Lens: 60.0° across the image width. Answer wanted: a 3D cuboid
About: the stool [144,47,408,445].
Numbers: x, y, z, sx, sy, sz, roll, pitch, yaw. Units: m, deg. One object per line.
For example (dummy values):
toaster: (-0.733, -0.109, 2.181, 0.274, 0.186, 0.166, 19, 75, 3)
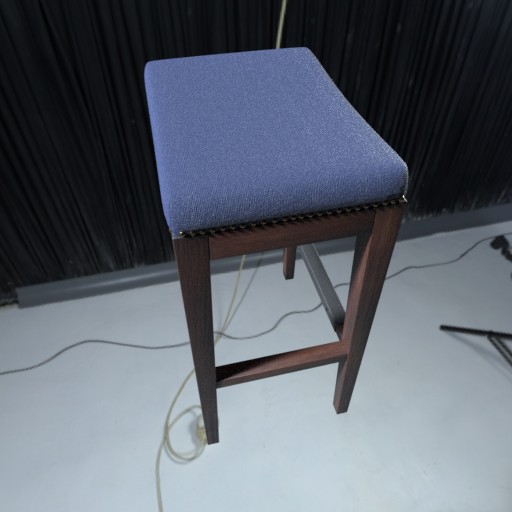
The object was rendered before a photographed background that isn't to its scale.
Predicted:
stool: (0.000, 0.000, 1.009, 0.358, 0.740, 0.498, -10, 46, -9)
